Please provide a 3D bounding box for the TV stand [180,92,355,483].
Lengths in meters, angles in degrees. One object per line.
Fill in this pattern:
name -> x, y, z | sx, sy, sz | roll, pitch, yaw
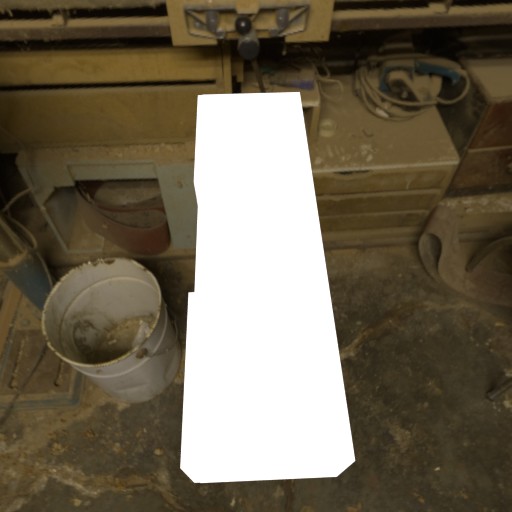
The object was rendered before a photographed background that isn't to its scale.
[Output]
TV stand -> 0.000, 0.000, 1.575 | 0.420, 0.310, 1.400 | -2, 57, -1
